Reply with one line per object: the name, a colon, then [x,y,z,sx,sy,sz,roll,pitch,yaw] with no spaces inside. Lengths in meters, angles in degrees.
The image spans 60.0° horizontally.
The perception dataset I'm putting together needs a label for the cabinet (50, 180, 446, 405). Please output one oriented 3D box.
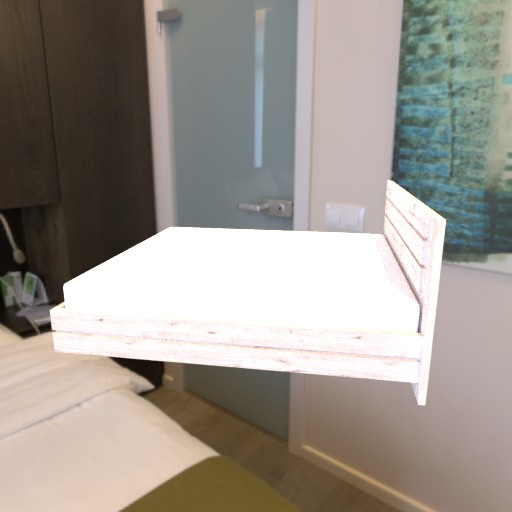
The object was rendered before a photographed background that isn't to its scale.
cabinet: [0.000,0.000,3.224,2.080,0.970,1.950,3,15,9]
